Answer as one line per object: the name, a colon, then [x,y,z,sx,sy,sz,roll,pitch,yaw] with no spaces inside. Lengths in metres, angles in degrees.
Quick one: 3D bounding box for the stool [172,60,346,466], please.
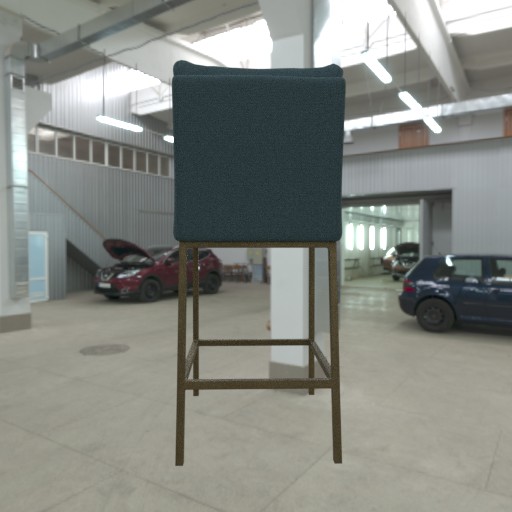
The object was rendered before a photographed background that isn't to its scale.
stool: [0.000,0.000,1.363,0.463,1.032,0.568,0,1,-2]
